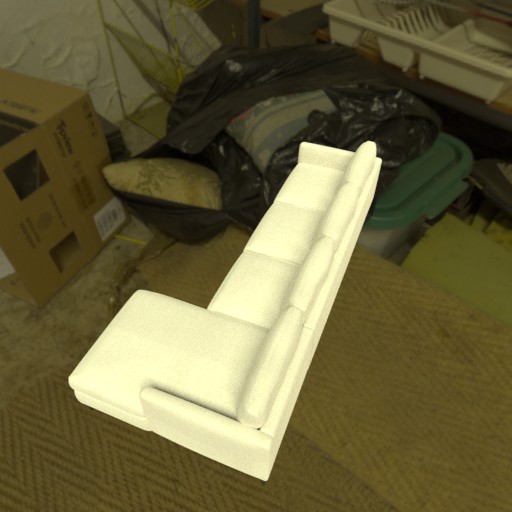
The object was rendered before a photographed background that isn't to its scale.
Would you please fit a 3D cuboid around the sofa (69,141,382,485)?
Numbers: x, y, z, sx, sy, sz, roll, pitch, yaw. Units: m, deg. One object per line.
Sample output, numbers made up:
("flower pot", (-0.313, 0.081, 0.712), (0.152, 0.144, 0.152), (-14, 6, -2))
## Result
("sofa", (0.000, 0.000, 2.921), (1.126, 0.677, 2.445), (17, 48, 16))
